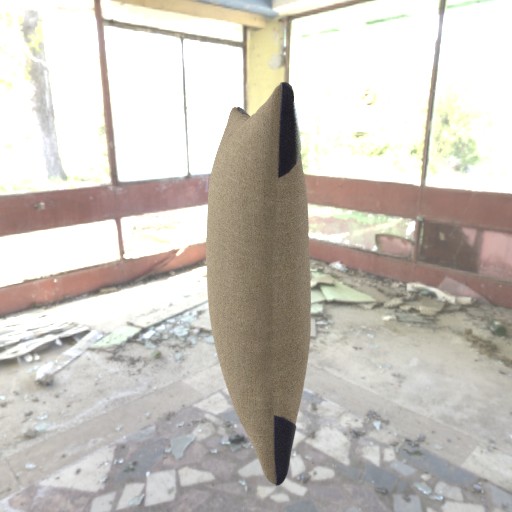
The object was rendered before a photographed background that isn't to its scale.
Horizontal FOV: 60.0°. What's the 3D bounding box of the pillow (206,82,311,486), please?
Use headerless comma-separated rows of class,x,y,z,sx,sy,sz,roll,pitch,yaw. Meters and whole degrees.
pillow,0.000,0.000,0.656,0.147,0.441,0.440,-2,16,-9
